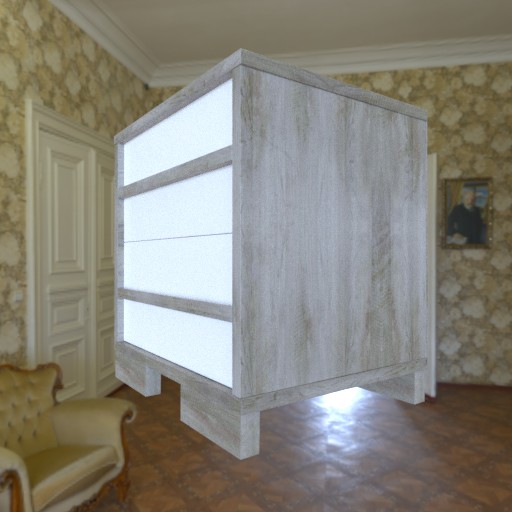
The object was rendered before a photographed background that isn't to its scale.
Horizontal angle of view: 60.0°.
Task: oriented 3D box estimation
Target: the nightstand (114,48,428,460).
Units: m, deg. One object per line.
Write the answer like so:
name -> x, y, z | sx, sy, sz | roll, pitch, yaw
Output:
nightstand -> 0.000, 0.000, 0.753 | 0.347, 0.448, 0.427 | 0, 0, -36
